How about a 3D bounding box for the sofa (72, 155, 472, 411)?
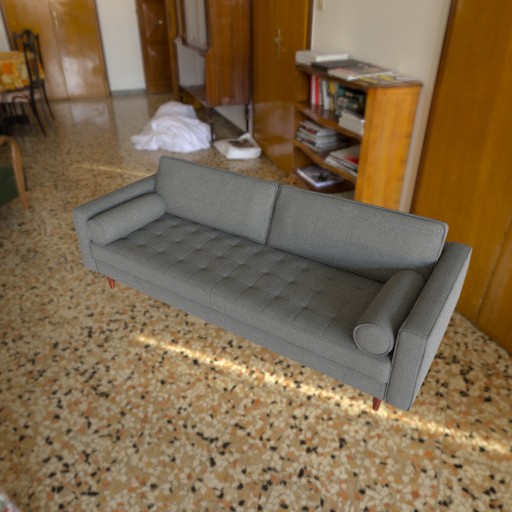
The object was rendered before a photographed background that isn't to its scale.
[{"bbox_3d":[0.000,0.000,2.652,2.198,0.762,0.914,19,36,28],"label":"sofa"}]
